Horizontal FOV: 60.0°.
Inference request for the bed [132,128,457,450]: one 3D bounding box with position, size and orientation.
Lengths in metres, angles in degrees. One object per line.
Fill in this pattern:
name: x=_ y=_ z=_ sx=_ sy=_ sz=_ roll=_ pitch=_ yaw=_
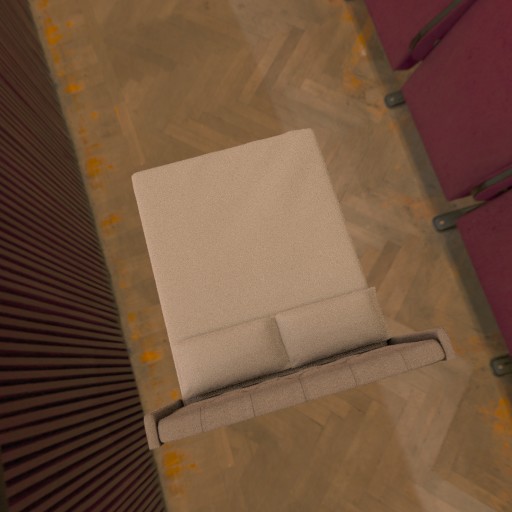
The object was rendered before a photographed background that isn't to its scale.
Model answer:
bed: x=0.000 y=0.000 z=3.349 sx=1.719 sy=1.665 sz=2.066 roll=-15 pitch=77 yaw=-4
